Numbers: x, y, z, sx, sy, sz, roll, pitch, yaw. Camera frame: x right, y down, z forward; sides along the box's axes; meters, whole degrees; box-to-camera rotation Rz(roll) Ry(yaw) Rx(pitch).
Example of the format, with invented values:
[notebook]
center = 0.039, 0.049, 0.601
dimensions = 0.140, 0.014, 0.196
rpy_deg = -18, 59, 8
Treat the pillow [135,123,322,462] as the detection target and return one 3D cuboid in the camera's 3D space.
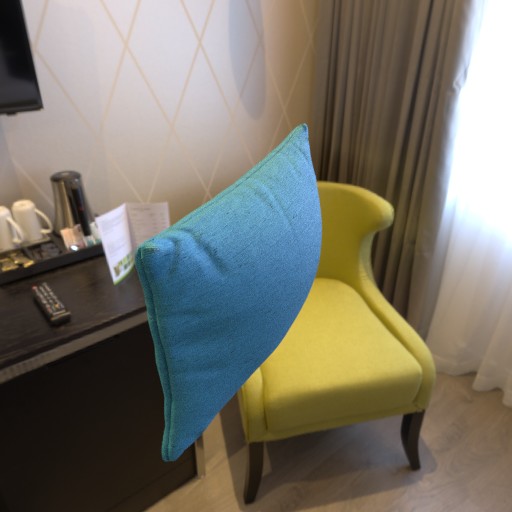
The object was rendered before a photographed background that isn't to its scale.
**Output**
[pillow]
center = 0.000, 0.000, 0.788
dimensions = 0.210, 0.338, 0.633
rpy_deg = 10, 30, 18
